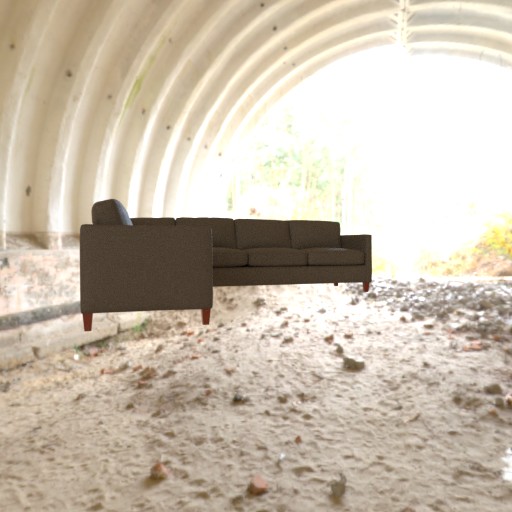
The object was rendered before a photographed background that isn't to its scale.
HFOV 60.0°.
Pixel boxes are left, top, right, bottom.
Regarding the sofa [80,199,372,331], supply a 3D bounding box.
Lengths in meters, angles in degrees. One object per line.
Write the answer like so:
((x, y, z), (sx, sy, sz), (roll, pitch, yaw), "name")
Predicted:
((0.000, 0.000, 4.689), (3.302, 0.947, 2.593), (0, 2, -17), "sofa")
